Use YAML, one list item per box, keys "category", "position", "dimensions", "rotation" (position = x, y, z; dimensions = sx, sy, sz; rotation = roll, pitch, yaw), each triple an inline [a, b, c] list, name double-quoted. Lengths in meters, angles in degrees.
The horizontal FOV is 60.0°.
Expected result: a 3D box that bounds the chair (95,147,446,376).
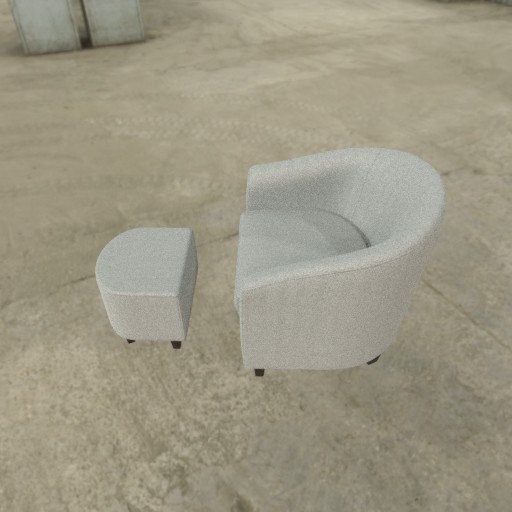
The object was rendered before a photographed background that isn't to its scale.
- category: "chair"
  position: [0.000, 0.000, 1.776]
  dimensions: [1.288, 0.757, 0.756]
  rotation: [1, 41, 1]
